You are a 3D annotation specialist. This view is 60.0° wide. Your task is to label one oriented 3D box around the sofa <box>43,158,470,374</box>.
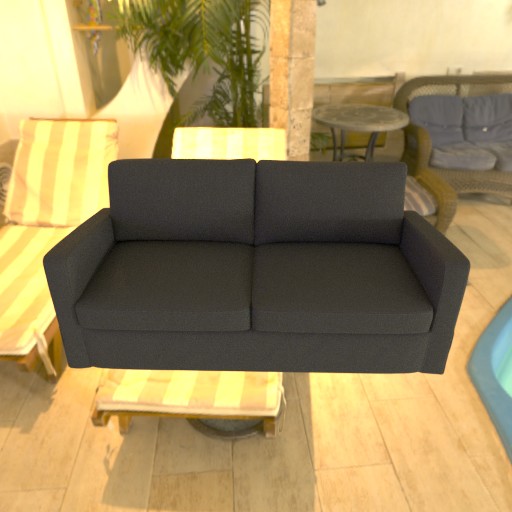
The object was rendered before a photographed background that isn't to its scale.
[{"bbox_3d":[0.000,0.000,2.318,1.852,0.839,0.898,1,30,1],"label":"sofa"}]
